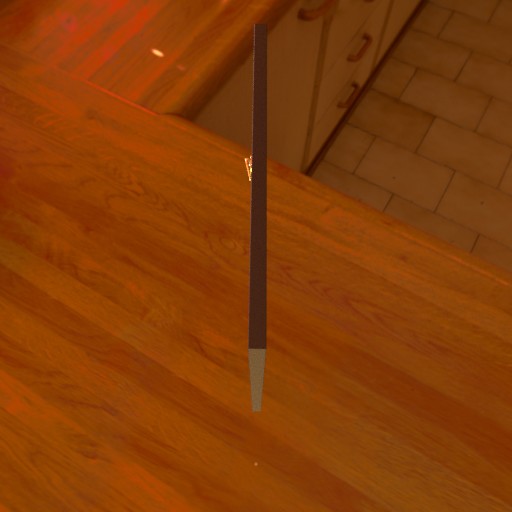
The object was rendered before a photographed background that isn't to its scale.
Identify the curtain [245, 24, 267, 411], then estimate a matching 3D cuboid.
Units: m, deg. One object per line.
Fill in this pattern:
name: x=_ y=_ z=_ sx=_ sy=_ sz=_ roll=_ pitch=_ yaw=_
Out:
curtain: x=0.000 y=0.000 z=0.817 sx=0.027 sy=0.585 sz=0.483 roll=1 pitch=65 yaw=0
